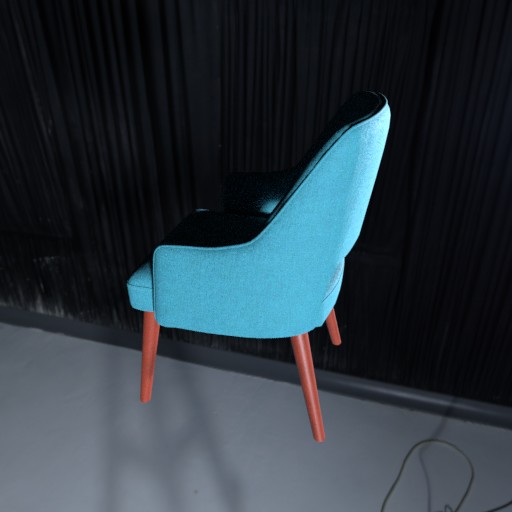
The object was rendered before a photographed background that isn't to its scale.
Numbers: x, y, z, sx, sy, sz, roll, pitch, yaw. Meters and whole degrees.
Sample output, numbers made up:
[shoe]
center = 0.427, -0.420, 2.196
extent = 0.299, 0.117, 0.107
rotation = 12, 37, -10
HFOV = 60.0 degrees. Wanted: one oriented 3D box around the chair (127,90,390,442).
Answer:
[chair]
center = 0.000, 0.000, 1.227
extent = 0.605, 0.849, 0.548
rotation = 8, 31, 13
